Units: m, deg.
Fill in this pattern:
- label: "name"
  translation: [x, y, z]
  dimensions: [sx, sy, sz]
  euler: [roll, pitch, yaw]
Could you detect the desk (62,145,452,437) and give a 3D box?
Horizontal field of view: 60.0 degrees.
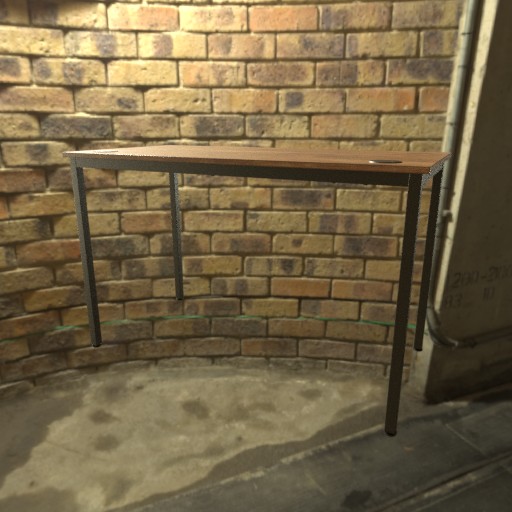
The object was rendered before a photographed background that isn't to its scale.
- label: "desk"
  translation: [0.000, 0.000, 1.631]
  dimensions: [1.200, 0.749, 0.600]
  euler: [8, 19, 26]
